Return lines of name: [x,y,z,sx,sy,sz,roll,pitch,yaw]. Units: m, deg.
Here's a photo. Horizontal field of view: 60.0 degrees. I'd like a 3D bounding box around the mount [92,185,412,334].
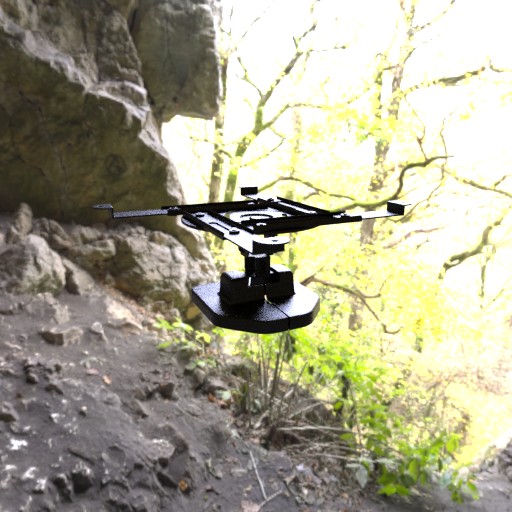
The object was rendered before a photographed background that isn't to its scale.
mount: [0.000,0.000,0.601,0.394,0.141,0.394,-7,18,-24]
